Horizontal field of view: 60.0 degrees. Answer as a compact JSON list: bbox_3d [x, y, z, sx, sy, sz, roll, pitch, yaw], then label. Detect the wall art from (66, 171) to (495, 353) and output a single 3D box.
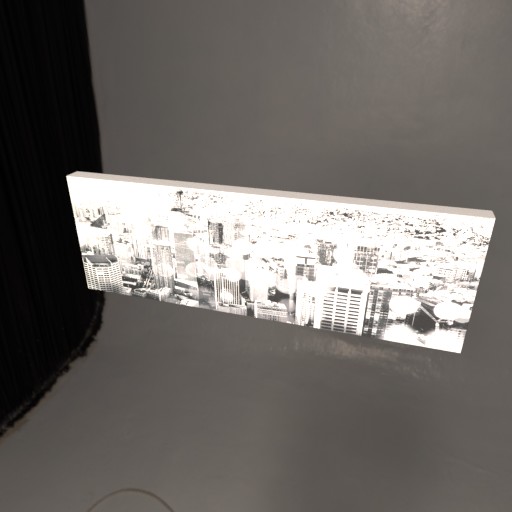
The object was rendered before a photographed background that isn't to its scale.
[{"bbox_3d":[0.000,0.000,0.837,0.763,0.255,0.038,8,28,15],"label":"wall art"}]
